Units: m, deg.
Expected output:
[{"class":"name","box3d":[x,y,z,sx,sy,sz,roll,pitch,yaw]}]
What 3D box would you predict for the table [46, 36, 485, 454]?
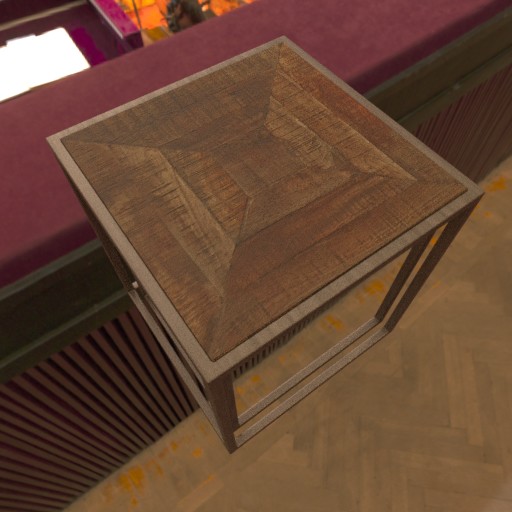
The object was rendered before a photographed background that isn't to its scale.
[{"class":"table","box3d":[0.000,0.000,0.840,0.449,0.500,0.450,-31,63,-18]}]
